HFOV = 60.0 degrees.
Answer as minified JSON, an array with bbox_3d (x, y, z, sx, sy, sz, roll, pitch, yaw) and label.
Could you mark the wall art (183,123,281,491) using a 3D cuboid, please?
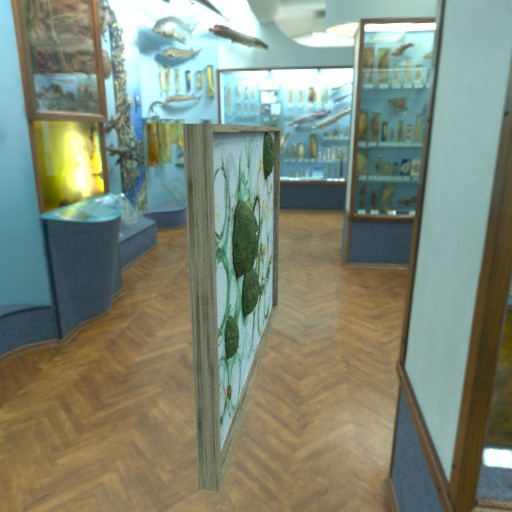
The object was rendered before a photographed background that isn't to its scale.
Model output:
[{"bbox_3d":[0.000,0.000,1.082,0.063,0.609,0.841,3,16,9],"label":"wall art"}]
